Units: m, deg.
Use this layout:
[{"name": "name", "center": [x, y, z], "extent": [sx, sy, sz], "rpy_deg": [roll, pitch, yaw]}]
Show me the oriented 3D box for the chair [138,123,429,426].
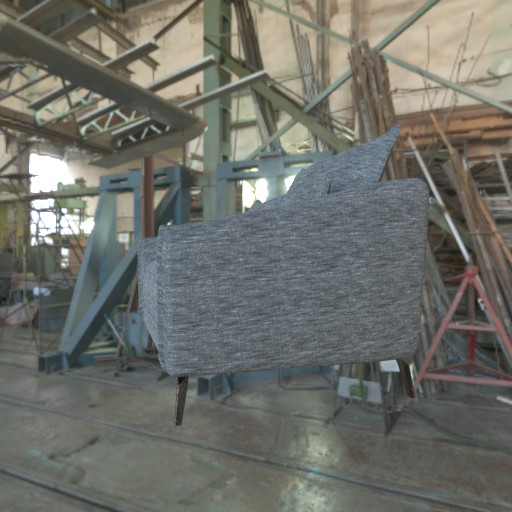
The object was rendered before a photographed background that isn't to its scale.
[{"name": "chair", "center": [0.000, 0.000, 1.646], "extent": [0.805, 0.842, 1.004], "rpy_deg": [0, 0, -18]}]
